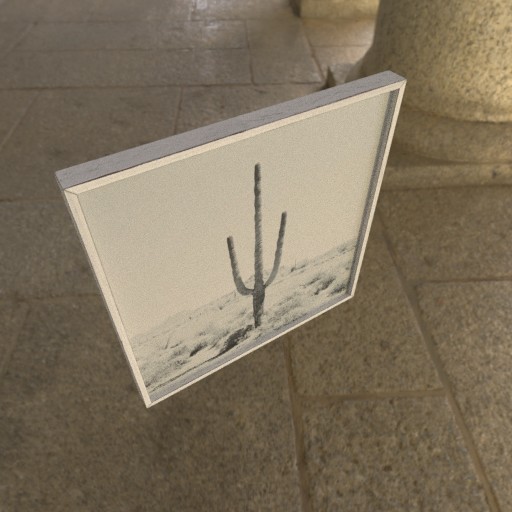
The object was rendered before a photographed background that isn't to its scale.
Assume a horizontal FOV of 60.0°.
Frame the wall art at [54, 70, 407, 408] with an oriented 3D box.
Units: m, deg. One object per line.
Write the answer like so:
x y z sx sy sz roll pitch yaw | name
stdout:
0.000 0.000 0.757 0.508 0.508 0.038 -24 50 -22 | wall art
